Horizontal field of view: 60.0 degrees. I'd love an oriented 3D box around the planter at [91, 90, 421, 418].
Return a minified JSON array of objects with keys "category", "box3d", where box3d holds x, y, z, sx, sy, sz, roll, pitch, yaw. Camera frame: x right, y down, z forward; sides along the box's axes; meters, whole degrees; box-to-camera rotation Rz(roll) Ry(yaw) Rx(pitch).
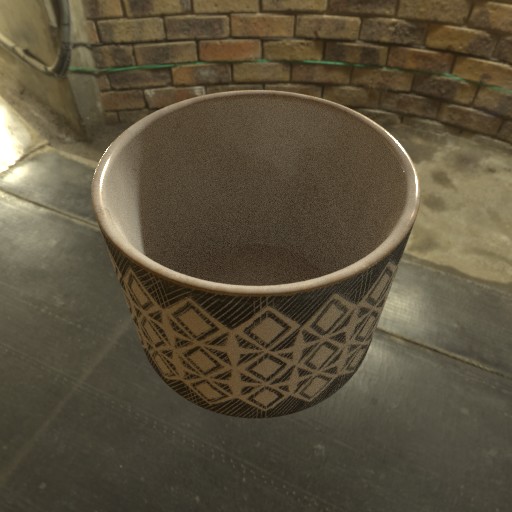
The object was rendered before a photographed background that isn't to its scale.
[{"category":"planter","box3d":[0.000,0.000,0.213,0.126,0.104,0.126,0,48,0]}]
